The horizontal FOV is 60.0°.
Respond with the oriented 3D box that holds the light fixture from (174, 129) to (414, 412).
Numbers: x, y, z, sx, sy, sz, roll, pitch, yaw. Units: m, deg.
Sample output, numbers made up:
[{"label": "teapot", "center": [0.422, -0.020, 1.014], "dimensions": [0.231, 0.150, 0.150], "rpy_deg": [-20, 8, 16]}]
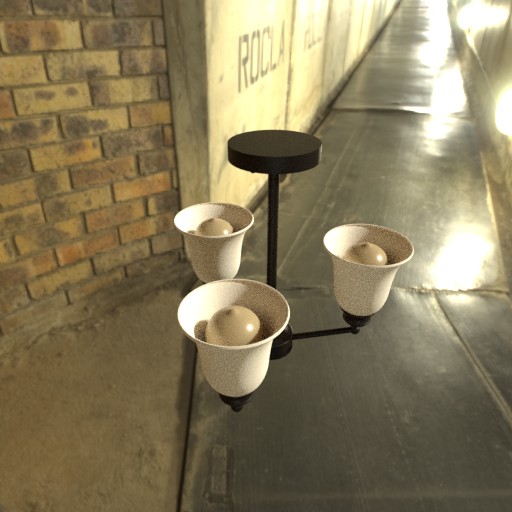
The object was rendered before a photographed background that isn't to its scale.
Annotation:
[{"label": "light fixture", "center": [0.000, 0.000, 0.682], "dimensions": [0.388, 0.370, 0.354], "rpy_deg": [-23, 37, -34]}]
